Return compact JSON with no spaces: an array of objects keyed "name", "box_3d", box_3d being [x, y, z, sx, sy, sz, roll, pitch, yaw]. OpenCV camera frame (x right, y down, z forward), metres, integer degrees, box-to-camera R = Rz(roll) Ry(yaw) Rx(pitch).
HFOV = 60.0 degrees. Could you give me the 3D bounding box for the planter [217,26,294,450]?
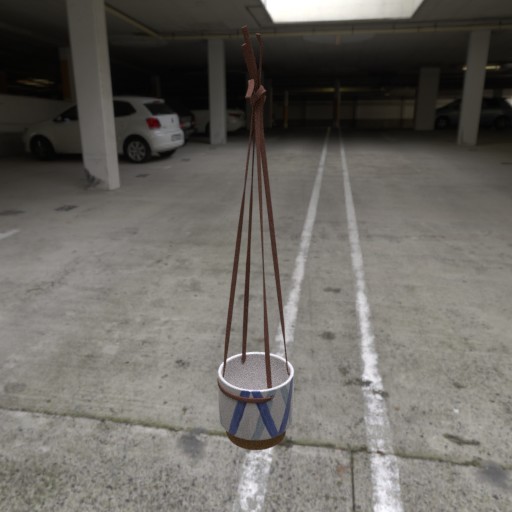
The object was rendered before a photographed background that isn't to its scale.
[{"name":"planter","box_3d":[0.000,0.000,0.821,0.153,0.753,0.157,3,16,9]}]
